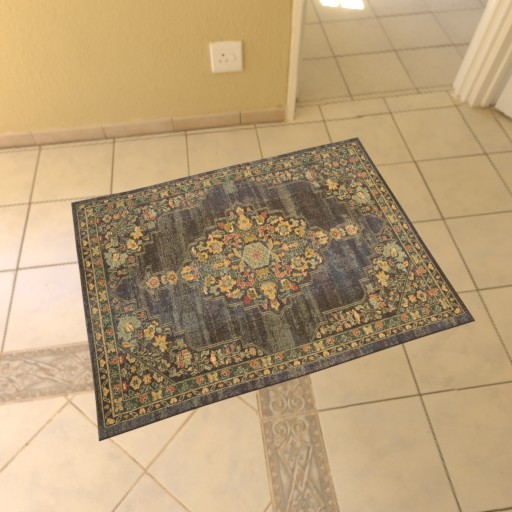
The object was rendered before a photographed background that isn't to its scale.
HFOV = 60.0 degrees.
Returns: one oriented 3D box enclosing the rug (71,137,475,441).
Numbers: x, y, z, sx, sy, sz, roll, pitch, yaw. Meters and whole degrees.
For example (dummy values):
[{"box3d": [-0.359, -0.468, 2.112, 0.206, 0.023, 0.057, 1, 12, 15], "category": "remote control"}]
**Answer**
[{"box3d": [0.000, 0.000, 4.693, 3.612, 0.035, 2.716, -15, 58, -10], "category": "rug"}]
